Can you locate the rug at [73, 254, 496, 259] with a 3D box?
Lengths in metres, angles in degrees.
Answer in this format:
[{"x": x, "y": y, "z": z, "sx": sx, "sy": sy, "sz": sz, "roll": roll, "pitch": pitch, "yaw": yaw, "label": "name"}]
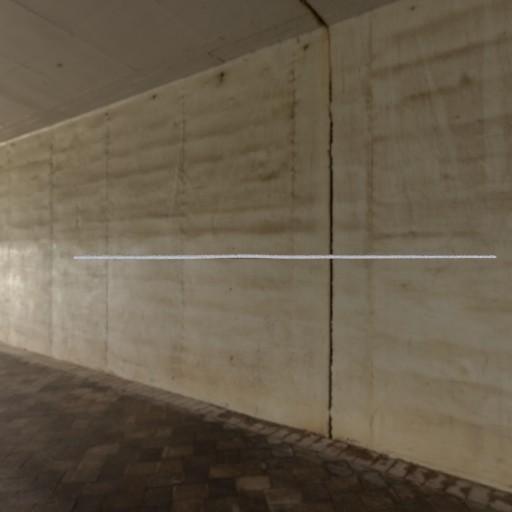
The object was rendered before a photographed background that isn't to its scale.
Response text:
[{"x": 0.000, "y": 0.000, "z": 0.873, "sx": 0.639, "sy": 0.006, "sz": 0.548, "roll": 0, "pitch": 0, "yaw": -19, "label": "rug"}]
